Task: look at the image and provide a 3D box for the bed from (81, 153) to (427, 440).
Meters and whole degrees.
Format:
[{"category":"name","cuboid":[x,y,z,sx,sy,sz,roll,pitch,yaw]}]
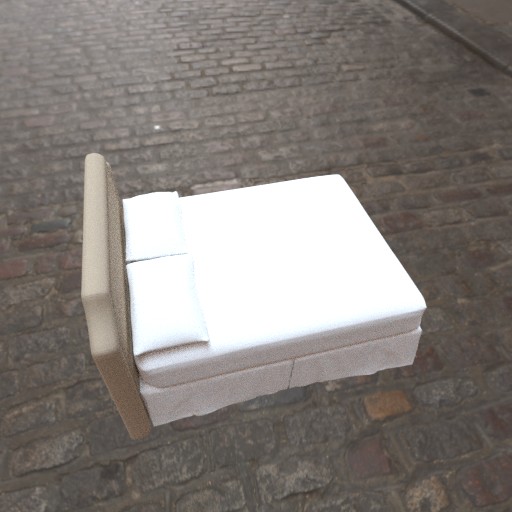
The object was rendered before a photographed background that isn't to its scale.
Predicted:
[{"category":"bed","cuboid":[0.000,0.000,3.362,2.204,1.301,1.828,-10,46,-10]}]
